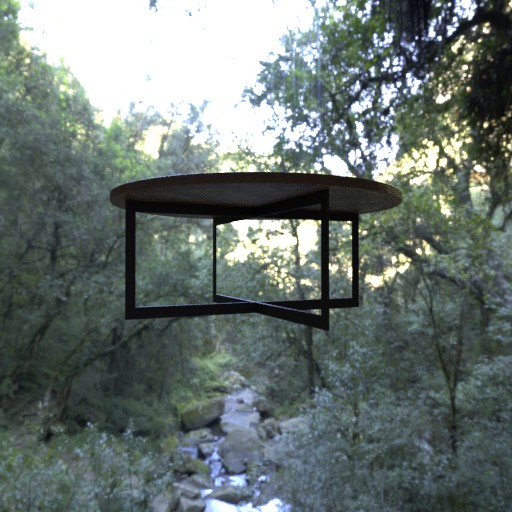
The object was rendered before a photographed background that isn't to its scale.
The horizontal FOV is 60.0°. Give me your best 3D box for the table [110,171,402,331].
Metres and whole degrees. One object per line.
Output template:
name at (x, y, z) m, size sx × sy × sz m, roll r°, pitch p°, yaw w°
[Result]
table at (0.000, 0.000, 2.015) m, size 1.264 × 0.516 × 1.264 m, roll 0°, pitch -1°, yaw 0°
